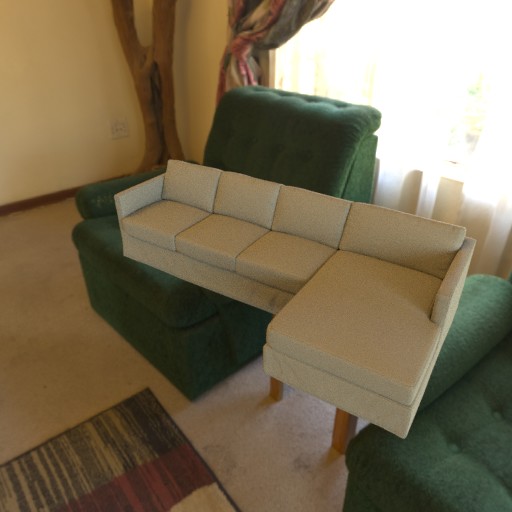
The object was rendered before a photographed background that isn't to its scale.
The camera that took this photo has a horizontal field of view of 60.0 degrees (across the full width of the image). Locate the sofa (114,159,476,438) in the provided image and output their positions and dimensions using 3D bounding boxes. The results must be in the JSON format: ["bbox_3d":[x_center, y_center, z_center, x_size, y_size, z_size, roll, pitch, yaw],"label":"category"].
[{"bbox_3d":[0.000,0.000,3.808,3.177,0.867,1.622,18,35,28],"label":"sofa"}]
